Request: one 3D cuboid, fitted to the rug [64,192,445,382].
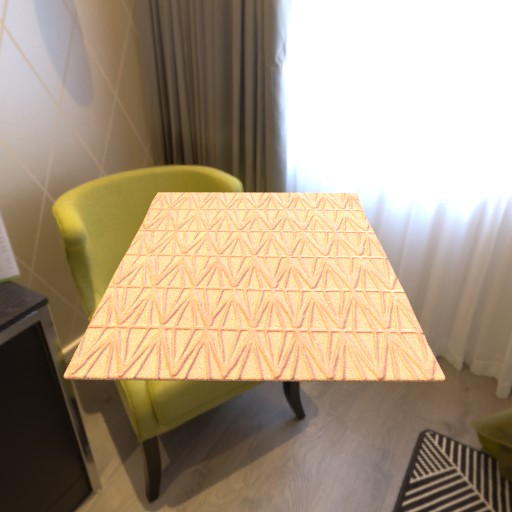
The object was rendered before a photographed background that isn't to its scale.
[{"bbox_3d":[0.000,0.000,4.123,2.453,0.043,3.052,0,31,0],"label":"rug"}]
